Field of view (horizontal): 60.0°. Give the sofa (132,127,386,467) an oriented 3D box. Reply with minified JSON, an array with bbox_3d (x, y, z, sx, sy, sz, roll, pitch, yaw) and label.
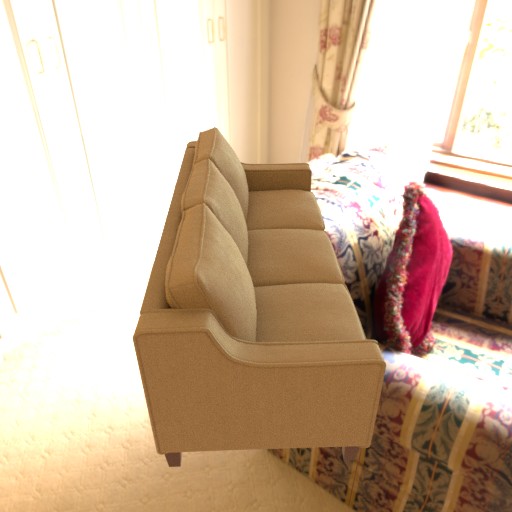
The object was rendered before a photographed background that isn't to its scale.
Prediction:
[{"bbox_3d":[0.000,0.000,2.506,0.911,0.974,1.986,-1,33,-2],"label":"sofa"}]
